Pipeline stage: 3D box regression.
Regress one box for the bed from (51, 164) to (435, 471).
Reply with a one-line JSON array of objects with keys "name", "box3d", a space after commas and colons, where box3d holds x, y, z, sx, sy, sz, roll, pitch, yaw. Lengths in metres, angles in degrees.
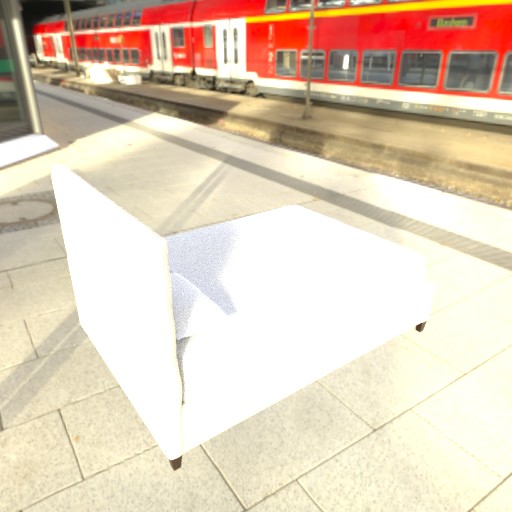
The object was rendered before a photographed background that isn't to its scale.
[{"name": "bed", "box3d": [0.000, 0.000, 3.426, 2.387, 1.427, 1.698, -17, 31, -32]}]
